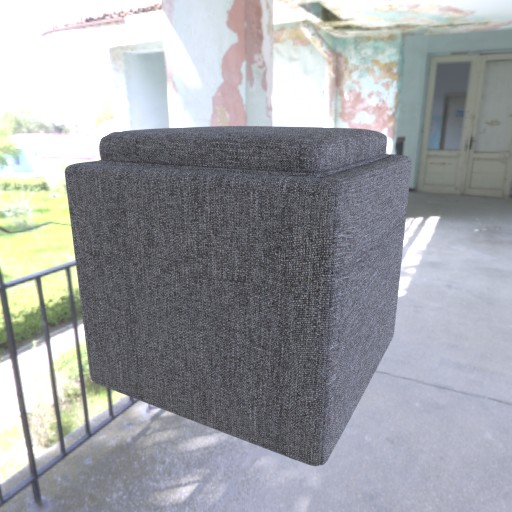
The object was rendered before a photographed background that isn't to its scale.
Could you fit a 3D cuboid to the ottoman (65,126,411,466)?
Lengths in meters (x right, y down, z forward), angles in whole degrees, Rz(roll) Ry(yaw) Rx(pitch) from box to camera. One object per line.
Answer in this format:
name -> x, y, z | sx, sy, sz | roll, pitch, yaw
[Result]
ottoman -> 0.000, 0.000, 0.820 | 0.450, 0.460, 0.450 | 9, 19, 27
